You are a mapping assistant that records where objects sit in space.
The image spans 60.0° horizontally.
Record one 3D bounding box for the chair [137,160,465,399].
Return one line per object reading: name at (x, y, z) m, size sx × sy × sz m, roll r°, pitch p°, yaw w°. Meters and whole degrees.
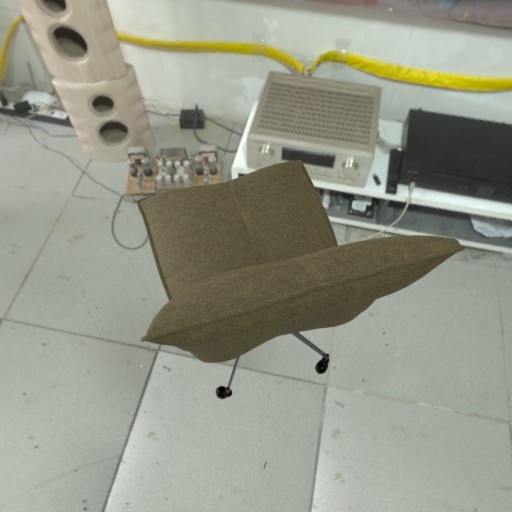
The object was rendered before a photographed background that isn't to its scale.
chair at (0.000, 0.000, 1.255) m, size 0.597 × 0.811 × 0.696 m, roll -15°, pitch 59°, yaw -9°
